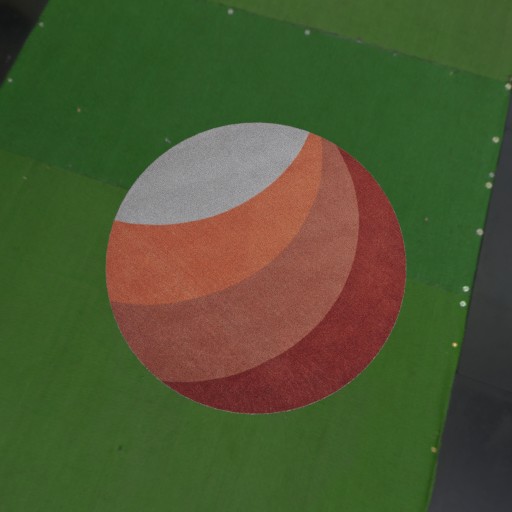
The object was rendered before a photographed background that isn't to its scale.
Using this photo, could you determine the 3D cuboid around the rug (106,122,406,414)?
[{"bbox_3d":[0.000,0.000,2.242,1.514,0.015,1.514,0,75,0],"label":"rug"}]
